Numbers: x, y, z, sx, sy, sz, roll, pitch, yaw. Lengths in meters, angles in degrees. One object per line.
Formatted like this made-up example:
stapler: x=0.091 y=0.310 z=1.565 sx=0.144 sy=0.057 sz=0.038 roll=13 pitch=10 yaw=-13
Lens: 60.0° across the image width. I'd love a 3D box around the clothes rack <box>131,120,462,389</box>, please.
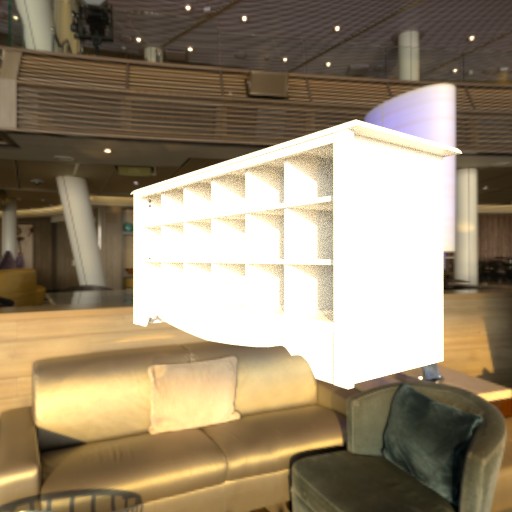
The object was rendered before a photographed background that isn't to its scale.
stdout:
clothes rack: x=0.000 y=0.000 z=1.500 sx=0.405 sy=0.558 sz=1.218 roll=0 pitch=0 yaw=-37
